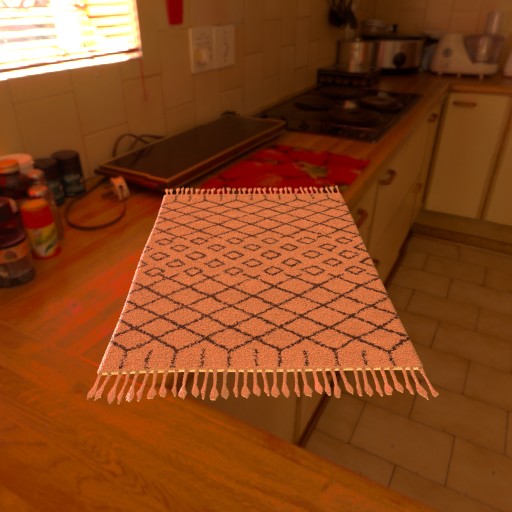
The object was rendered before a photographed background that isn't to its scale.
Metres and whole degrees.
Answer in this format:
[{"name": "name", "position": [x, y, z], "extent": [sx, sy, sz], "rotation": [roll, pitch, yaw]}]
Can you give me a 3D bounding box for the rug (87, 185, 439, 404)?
[{"name": "rug", "position": [0.000, 0.000, 3.171], "extent": [1.664, 0.029, 2.615], "rotation": [-1, 31, -1]}]
